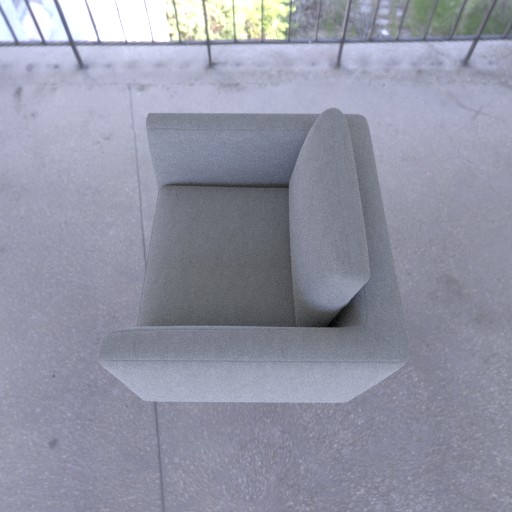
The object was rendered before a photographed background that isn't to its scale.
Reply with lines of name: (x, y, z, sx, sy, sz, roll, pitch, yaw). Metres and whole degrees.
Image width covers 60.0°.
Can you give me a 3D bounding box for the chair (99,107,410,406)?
chair: (0.000, 0.000, 1.709, 0.889, 0.864, 1.041, 0, 58, 0)
